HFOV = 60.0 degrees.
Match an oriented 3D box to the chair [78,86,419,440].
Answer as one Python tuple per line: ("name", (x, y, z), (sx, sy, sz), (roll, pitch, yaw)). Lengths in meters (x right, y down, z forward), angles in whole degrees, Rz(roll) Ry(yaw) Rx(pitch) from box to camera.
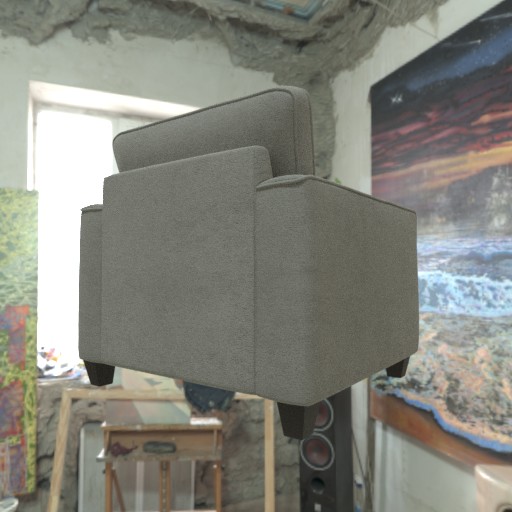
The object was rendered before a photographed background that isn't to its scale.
("chair", (0.000, 0.000, 1.737), (1.015, 0.965, 0.939), (-1, -2, 36))
